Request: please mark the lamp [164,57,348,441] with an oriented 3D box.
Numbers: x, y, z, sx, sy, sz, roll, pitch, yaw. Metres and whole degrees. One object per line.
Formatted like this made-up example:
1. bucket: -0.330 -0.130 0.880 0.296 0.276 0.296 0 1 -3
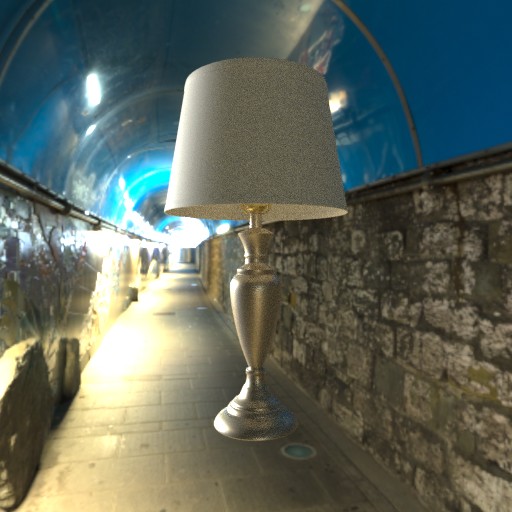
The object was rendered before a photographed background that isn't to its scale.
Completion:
1. lamp: 0.000 0.000 0.808 0.328 0.612 0.328 0 0 0
